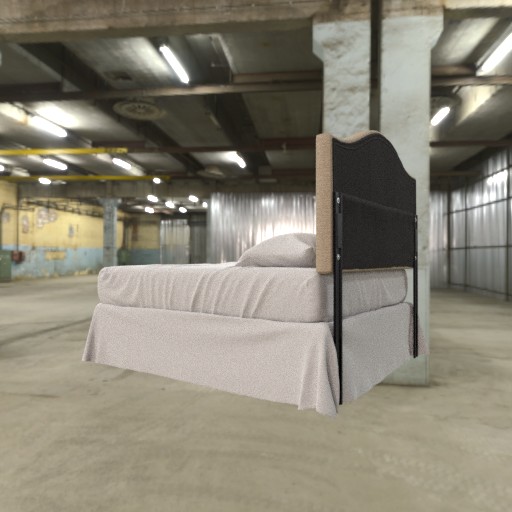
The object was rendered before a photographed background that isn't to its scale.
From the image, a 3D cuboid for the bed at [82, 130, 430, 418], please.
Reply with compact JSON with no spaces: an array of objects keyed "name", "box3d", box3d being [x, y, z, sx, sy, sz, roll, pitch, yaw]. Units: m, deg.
[{"name":"bed","box3d":[0.000,0.000,3.552,2.221,1.645,1.876,0,-1,35]}]
